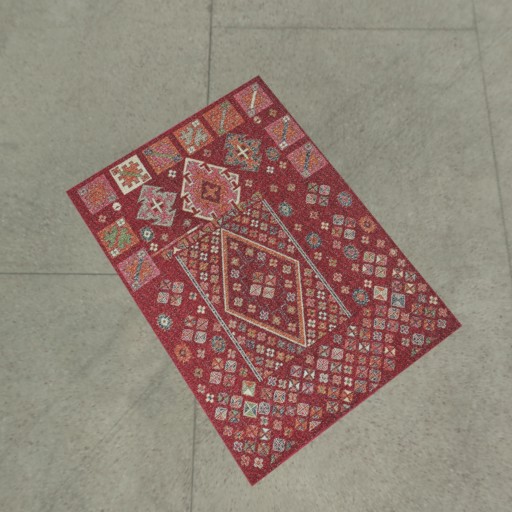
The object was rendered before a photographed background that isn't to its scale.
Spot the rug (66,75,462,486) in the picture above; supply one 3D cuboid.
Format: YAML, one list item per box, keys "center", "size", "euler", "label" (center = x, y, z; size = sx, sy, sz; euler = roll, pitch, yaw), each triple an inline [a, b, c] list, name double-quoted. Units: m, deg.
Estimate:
- center: [0.000, 0.000, 2.843]
  size: [1.579, 0.007, 2.184]
  euler: [-34, 78, -8]
  label: "rug"
